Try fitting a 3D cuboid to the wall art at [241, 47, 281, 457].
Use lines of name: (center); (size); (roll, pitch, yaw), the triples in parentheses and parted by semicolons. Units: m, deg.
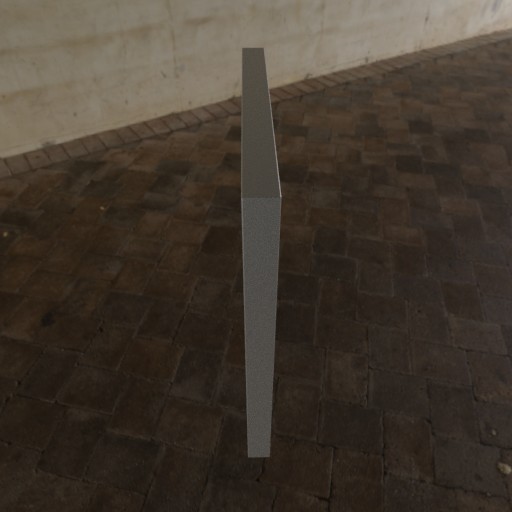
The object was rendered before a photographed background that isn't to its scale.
wall art: (0.000, 0.000, 0.770); (0.038, 0.549, 0.452); (-1, 42, -1)
